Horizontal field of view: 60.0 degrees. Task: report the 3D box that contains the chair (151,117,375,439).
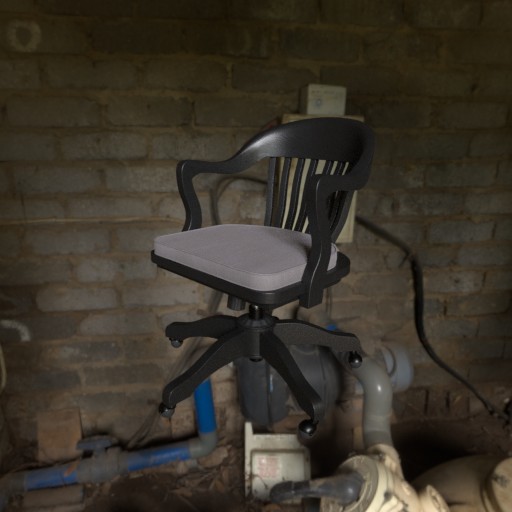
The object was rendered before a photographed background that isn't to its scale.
[{"bbox_3d":[0.000,0.000,1.470,0.750,0.878,0.788,16,24,42],"label":"chair"}]
